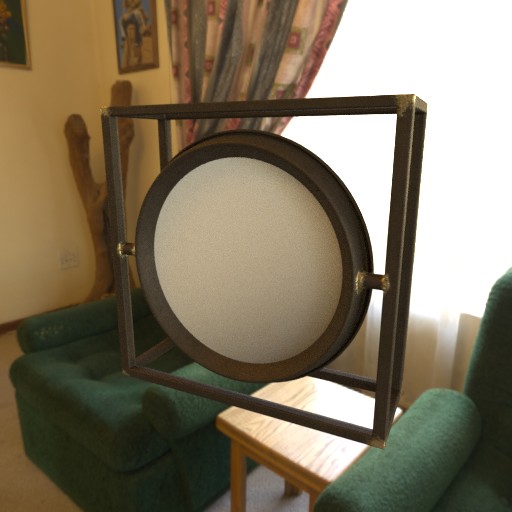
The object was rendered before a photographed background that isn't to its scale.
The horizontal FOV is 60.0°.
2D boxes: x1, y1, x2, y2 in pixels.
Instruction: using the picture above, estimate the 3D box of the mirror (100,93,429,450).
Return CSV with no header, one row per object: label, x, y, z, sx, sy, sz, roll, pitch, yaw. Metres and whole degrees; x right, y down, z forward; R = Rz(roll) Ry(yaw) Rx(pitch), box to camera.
mirror,0.000,0.000,0.469,0.306,0.303,0.107,7,16,25
